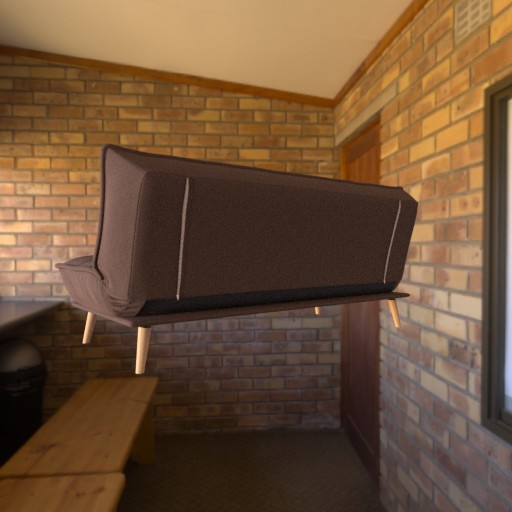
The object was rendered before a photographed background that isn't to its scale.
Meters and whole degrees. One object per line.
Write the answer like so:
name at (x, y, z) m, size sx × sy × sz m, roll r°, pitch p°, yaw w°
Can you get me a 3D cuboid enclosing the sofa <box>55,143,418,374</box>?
sofa at (0.000, 0.000, 2.520) m, size 1.940 × 0.890 × 0.950 m, roll -1°, pitch 1°, yaw -37°
